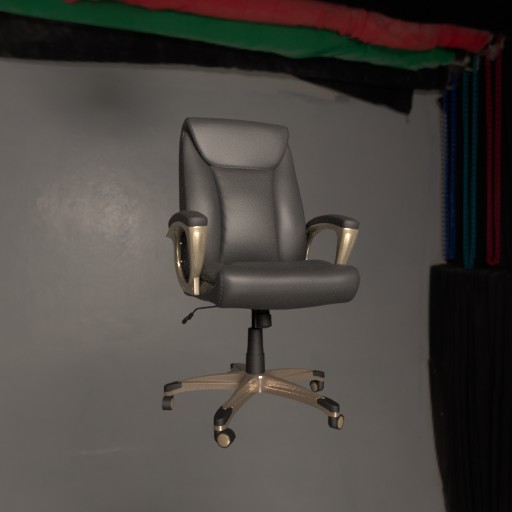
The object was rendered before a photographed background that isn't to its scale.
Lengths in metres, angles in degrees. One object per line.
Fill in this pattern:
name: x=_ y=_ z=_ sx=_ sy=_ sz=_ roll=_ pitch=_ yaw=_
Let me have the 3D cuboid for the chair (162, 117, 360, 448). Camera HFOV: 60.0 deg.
chair: x=0.000 y=0.000 z=1.699 sx=0.694 sy=1.188 sz=0.748 roll=0 pitch=1 yaw=-19
